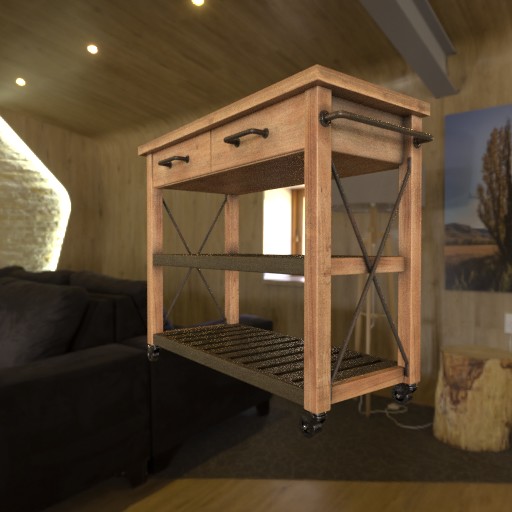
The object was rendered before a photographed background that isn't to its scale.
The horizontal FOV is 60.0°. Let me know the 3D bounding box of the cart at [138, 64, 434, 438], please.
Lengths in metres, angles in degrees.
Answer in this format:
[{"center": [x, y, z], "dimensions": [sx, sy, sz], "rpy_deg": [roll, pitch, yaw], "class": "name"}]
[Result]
[{"center": [0.000, 0.000, 0.969], "dimensions": [0.298, 0.554, 0.686], "rpy_deg": [-1, 1, -37], "class": "cart"}]
